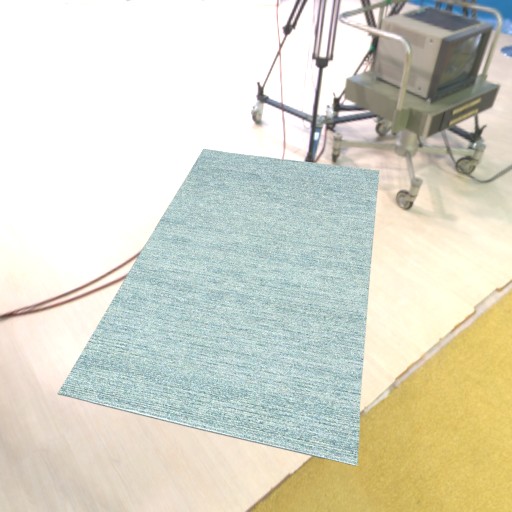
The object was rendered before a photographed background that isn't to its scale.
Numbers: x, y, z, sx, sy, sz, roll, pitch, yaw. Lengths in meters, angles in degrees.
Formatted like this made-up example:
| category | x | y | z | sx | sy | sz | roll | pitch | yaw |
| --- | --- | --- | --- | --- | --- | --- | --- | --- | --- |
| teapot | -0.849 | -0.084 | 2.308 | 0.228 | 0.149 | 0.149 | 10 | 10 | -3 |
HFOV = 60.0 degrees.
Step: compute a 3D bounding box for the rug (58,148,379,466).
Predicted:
| category | x | y | z | sx | sy | sz | roll | pitch | yaw |
| --- | --- | --- | --- | --- | --- | --- | --- | --- | --- |
| rug | 0.000 | 0.000 | 2.277 | 1.174 | 0.022 | 1.853 | 10 | 46 | 9 |
